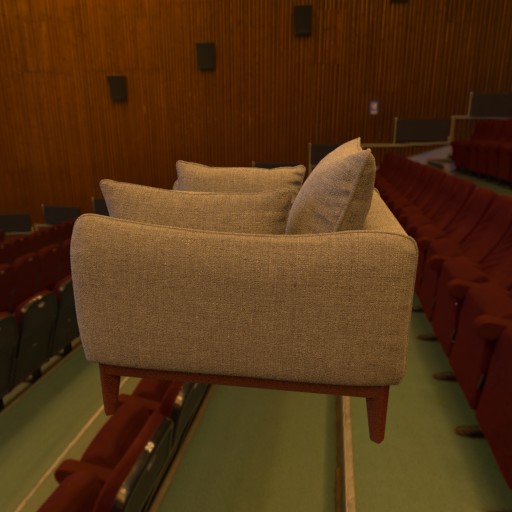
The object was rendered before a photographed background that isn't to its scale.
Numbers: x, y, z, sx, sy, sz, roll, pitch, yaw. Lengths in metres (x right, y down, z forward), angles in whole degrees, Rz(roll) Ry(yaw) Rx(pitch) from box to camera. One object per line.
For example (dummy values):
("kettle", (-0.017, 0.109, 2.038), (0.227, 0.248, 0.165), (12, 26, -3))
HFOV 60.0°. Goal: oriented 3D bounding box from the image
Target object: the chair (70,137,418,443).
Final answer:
("chair", (0.000, 0.000, 1.654), (0.976, 0.839, 0.993), (3, 17, 8))
